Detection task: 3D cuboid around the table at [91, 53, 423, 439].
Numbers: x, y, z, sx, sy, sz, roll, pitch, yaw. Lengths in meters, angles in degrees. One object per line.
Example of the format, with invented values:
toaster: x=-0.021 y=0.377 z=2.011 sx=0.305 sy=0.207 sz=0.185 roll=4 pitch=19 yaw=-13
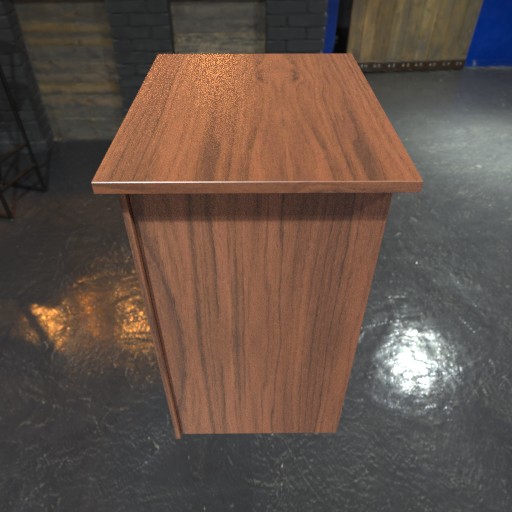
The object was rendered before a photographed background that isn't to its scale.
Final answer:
table: x=0.000 y=0.000 z=0.896 sx=0.381 sy=0.636 sz=0.480 roll=0 pitch=41 yaw=0
